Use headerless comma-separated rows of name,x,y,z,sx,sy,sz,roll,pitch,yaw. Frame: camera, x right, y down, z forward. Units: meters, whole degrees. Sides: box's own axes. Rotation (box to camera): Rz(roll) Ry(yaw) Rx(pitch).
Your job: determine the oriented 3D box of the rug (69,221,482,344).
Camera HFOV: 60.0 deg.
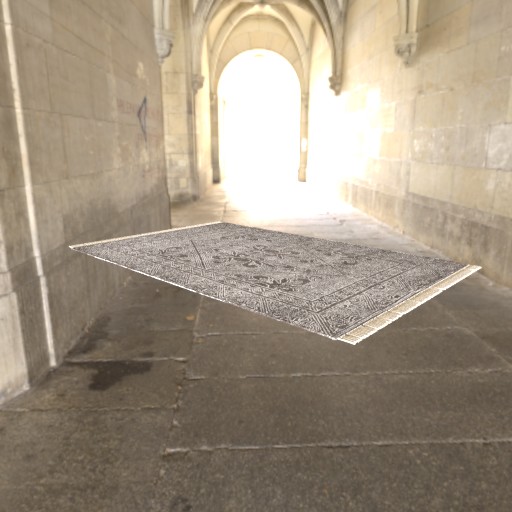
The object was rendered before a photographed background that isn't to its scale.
rug,0.000,0.000,3.029,2.440,0.010,1.529,13,19,42
